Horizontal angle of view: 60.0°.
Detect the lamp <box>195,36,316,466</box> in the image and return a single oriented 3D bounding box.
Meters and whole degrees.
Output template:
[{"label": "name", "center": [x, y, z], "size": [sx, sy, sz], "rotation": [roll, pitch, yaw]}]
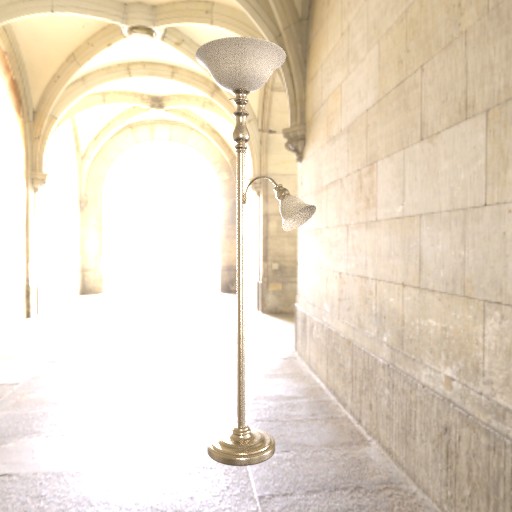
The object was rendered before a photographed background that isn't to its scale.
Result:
[{"label": "lamp", "center": [0.000, 0.000, 1.969], "size": [0.575, 1.785, 0.405], "rotation": [1, 2, 36]}]
